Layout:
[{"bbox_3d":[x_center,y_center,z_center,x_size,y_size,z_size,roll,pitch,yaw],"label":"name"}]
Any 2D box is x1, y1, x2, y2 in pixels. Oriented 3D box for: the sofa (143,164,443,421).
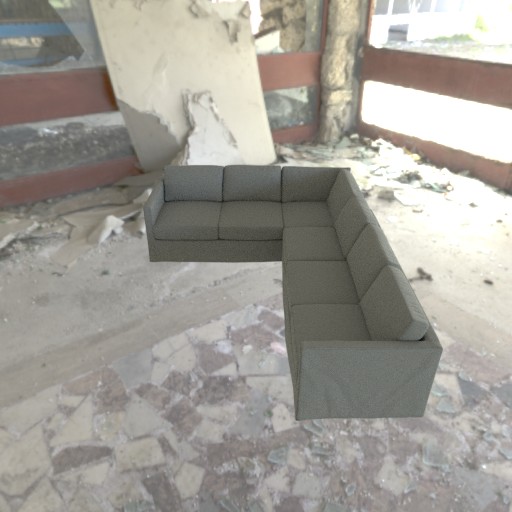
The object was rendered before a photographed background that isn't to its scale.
[{"bbox_3d":[0.000,0.000,4.328,2.432,0.871,3.182,0,31,0],"label":"sofa"}]
